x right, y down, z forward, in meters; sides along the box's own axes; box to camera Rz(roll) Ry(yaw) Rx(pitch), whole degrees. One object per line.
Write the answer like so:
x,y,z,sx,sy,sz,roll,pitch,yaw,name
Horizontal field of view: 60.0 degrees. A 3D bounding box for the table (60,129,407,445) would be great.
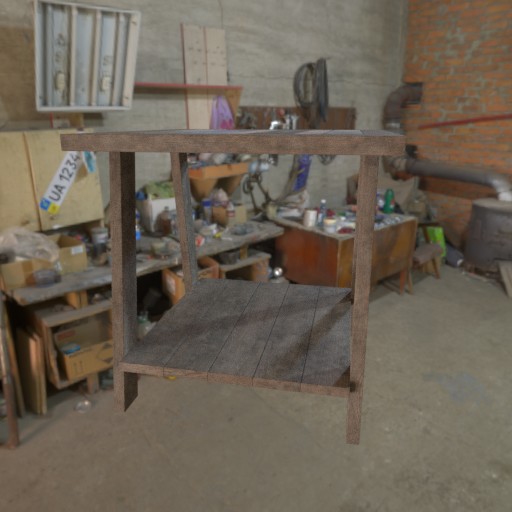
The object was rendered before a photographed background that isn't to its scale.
0.000,0.000,1.127,0.610,0.610,0.610,3,17,11,table
